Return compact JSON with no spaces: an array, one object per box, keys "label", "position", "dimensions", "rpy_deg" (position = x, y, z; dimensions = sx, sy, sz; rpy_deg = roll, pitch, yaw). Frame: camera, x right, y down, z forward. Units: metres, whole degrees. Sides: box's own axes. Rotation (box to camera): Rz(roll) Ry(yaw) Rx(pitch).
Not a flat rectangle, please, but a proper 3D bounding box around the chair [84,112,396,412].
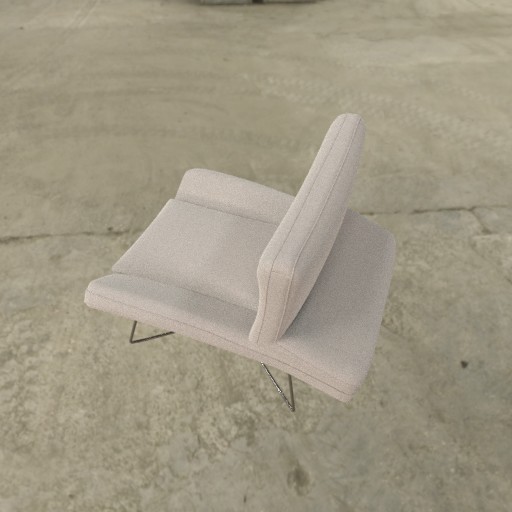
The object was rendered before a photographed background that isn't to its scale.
[{"label":"chair","position":[0.000,0.000,1.685],"dimensions":[1.008,0.855,0.859],"rpy_deg":[15,47,15]}]
